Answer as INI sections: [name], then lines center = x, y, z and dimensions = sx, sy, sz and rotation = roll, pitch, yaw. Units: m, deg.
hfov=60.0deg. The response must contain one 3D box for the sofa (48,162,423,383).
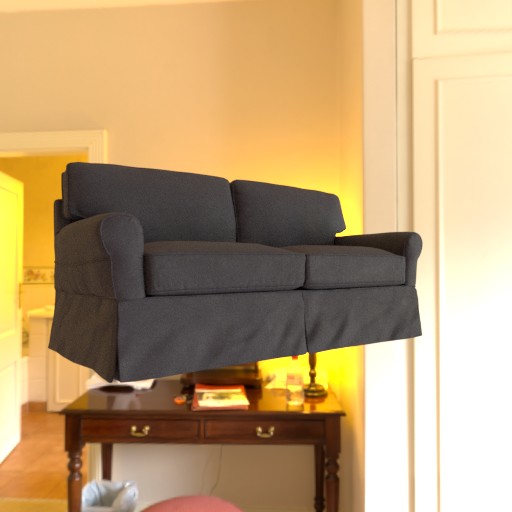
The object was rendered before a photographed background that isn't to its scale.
[sofa]
center = 0.000, 0.000, 2.809
dimensions = 2.256, 1.094, 0.983
rotation = 1, -1, -35
